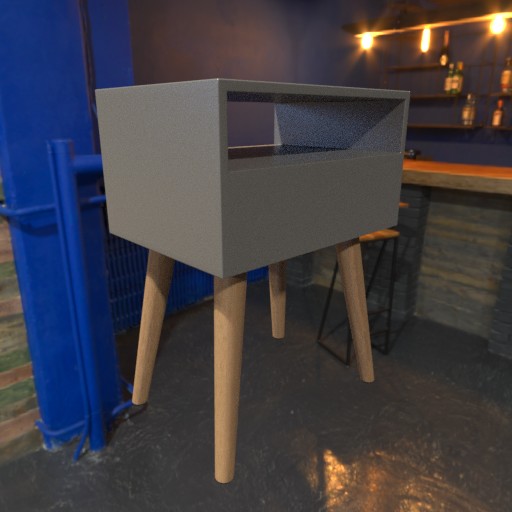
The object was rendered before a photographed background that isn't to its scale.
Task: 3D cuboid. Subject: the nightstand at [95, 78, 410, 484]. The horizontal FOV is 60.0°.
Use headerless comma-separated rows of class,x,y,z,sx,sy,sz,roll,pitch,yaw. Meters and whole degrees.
nightstand,0.000,0.000,0.725,0.370,0.508,0.288,-16,24,-41
